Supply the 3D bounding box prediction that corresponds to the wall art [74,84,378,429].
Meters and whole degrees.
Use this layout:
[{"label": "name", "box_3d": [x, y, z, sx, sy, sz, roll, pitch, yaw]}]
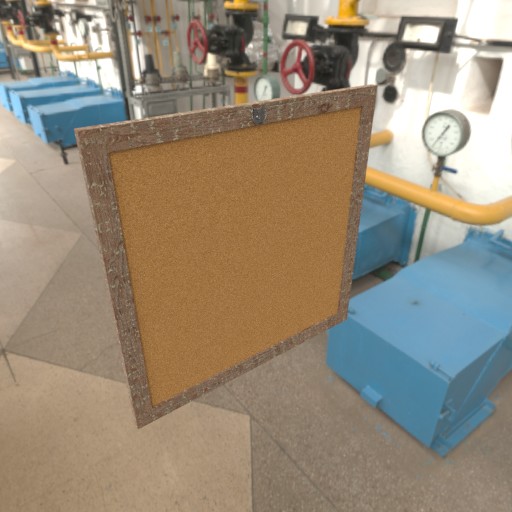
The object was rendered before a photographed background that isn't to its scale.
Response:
[{"label": "wall art", "box_3d": [0.000, 0.000, 0.577, 0.384, 0.384, 0.012, -20, 36, -31]}]
